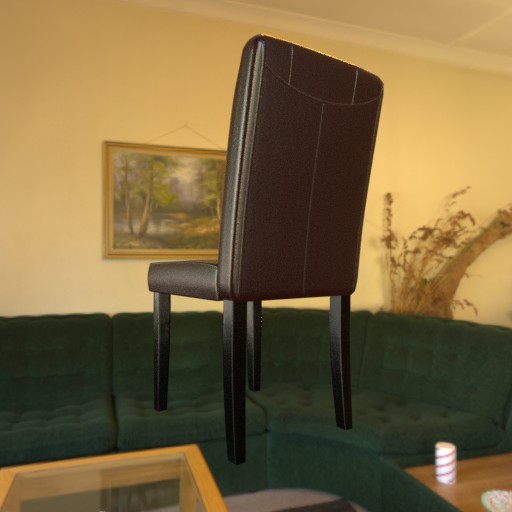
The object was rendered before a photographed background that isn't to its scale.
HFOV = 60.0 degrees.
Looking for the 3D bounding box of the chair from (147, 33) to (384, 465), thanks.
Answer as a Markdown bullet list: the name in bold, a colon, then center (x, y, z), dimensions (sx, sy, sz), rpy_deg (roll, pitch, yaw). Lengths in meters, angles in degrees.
- **chair**: center (0.000, 0.000, 1.197), dimensions (0.399, 0.897, 0.556), rpy_deg (0, -1, -36)
